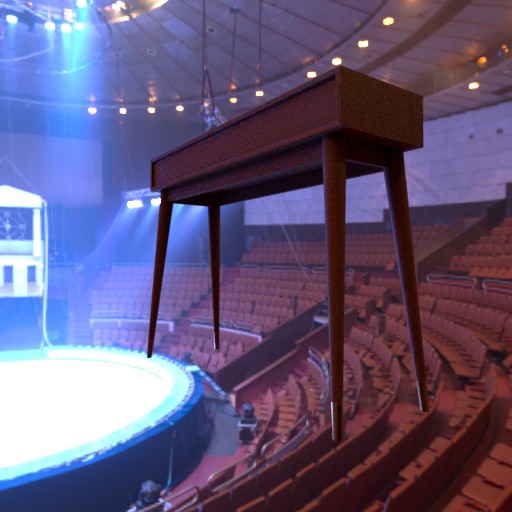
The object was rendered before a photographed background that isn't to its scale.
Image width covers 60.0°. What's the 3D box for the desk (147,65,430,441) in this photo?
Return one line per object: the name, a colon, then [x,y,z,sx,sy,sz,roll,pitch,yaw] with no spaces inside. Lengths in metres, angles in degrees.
desk: [0.000,0.000,1.669,0.384,0.917,1.204,1,-2,-36]
